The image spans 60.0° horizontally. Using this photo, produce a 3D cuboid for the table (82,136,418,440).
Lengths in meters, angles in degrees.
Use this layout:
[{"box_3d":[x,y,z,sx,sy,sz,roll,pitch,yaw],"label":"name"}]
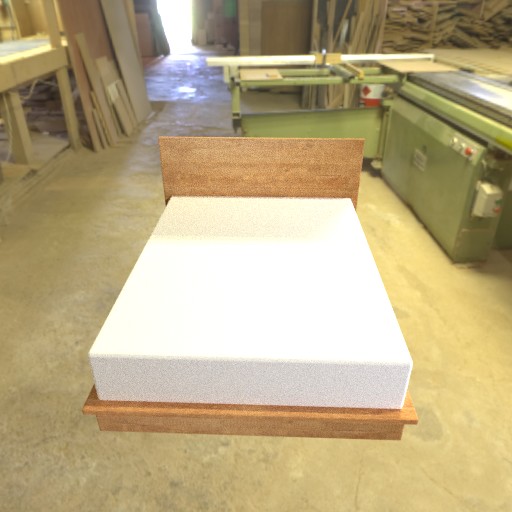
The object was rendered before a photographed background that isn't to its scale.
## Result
[{"box_3d":[0.000,0.000,3.015,1.707,1.041,2.149,1,30,2],"label":"table"}]
